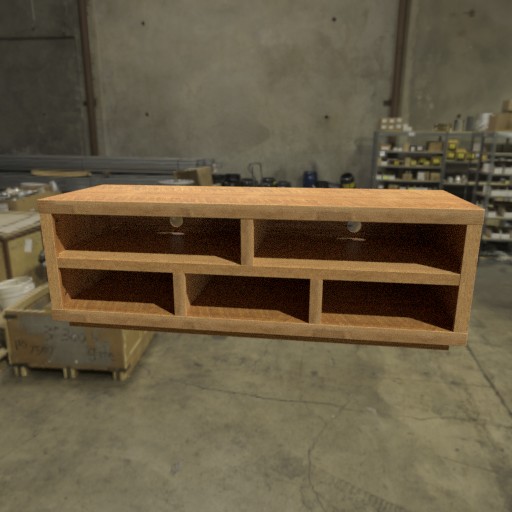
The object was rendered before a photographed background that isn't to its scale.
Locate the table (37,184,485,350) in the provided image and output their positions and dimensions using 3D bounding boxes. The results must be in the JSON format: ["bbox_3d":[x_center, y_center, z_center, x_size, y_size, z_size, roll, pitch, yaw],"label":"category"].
[{"bbox_3d":[0.000,0.000,1.772,1.499,0.491,0.499,2,15,8],"label":"table"}]
